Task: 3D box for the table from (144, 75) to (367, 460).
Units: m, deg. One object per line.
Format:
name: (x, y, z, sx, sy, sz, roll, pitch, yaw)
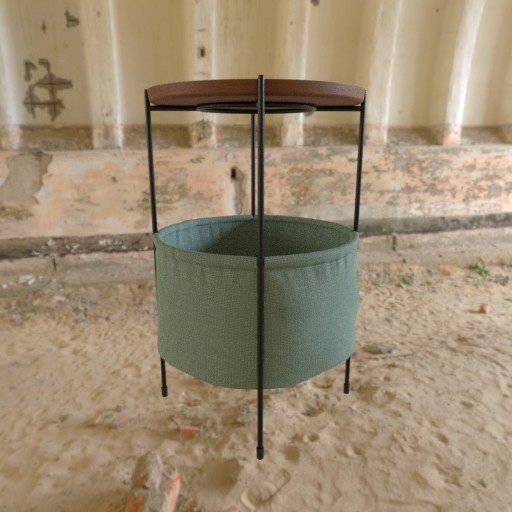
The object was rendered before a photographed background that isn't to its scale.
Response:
table: (0.000, 0.000, 0.884, 0.400, 0.623, 0.400, 14, 20, 41)
